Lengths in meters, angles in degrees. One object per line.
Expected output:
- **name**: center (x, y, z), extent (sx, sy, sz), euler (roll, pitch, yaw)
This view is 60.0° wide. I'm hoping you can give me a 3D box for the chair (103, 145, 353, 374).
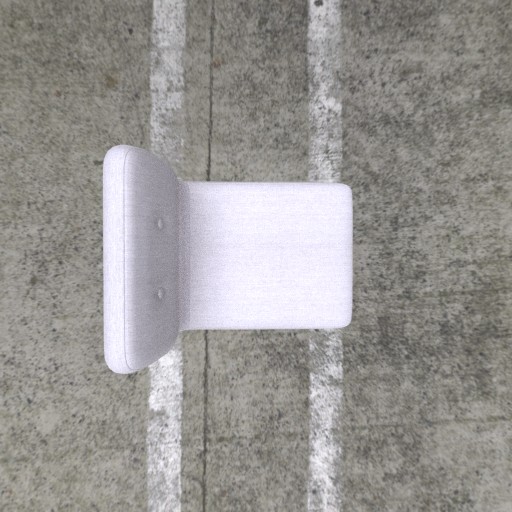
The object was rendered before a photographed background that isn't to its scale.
- **chair**: center (0.000, 0.000, 1.200), extent (0.550, 0.885, 0.435), euler (0, 91, -1)
